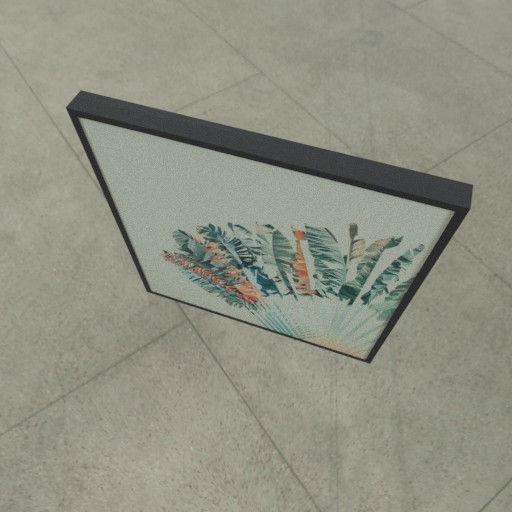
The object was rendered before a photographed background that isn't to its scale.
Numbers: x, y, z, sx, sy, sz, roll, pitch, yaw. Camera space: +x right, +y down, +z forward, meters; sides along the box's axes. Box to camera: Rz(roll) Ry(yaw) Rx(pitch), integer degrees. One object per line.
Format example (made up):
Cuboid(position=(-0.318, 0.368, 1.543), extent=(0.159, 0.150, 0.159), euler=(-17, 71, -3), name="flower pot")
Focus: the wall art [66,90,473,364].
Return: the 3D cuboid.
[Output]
Cuboid(position=(0.000, 0.000, 0.752), extent=(0.509, 0.507, 0.037), euler=(16, 59, 10), name="wall art")
